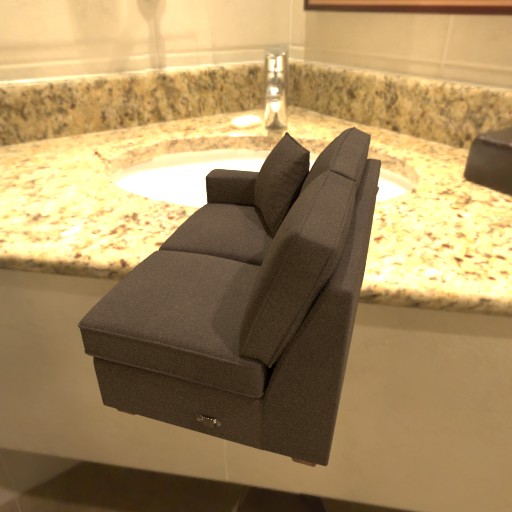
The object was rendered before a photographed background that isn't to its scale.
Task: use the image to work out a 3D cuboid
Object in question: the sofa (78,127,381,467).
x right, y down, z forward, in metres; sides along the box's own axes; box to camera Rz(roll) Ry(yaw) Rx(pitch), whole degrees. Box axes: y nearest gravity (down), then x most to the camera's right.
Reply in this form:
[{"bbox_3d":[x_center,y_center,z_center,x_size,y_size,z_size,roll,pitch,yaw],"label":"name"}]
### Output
[{"bbox_3d":[0.000,0.000,2.060,0.991,0.989,1.388,9,31,15],"label":"sofa"}]
